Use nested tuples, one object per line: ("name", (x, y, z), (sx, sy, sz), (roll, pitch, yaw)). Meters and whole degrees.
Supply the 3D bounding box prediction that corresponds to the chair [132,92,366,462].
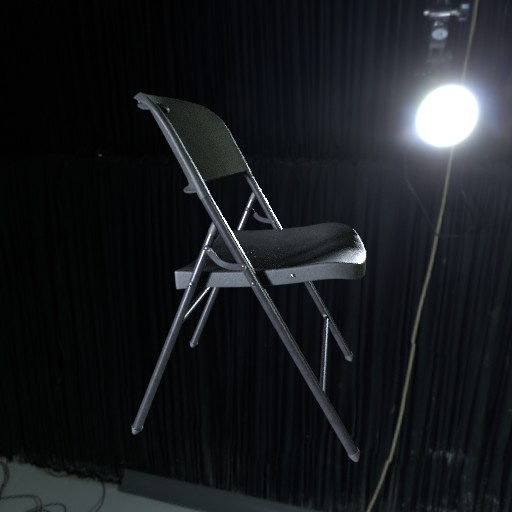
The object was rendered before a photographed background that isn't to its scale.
("chair", (0.000, 0.000, 1.175), (0.566, 0.810, 0.494), (3, 16, 10))
